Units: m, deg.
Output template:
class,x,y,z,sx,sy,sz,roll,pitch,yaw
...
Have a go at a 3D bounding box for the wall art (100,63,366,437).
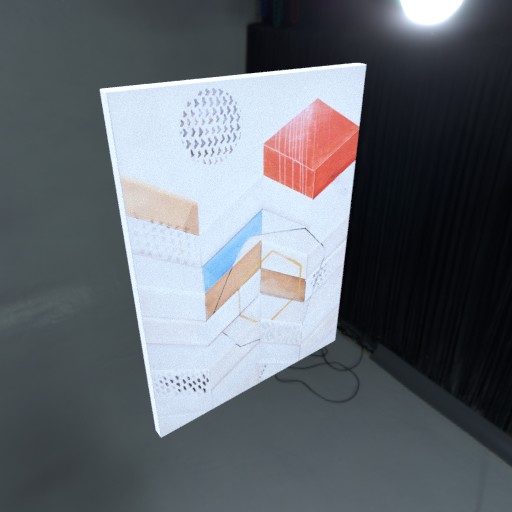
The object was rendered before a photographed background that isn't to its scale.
class,x,y,z,sx,sy,sz,roll,pitch,yaw
wall art,0.000,0.000,1.597,0.914,1.221,0.046,-20,35,-31
